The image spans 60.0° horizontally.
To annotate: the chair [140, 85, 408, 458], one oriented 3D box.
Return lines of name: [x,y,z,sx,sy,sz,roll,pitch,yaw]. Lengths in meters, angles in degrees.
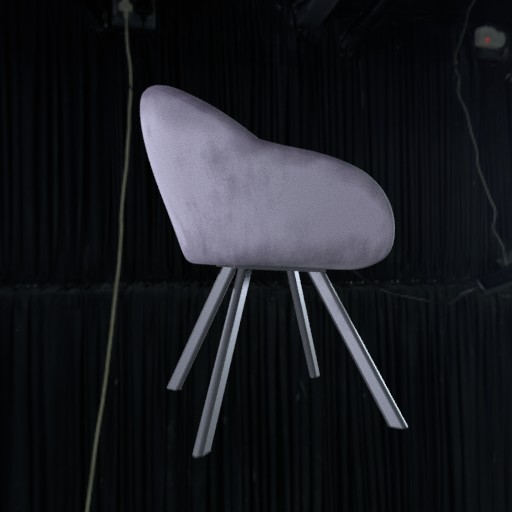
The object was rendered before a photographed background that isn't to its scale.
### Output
chair: [0.000,0.000,1.166,0.590,0.795,0.550,0,0,-18]
